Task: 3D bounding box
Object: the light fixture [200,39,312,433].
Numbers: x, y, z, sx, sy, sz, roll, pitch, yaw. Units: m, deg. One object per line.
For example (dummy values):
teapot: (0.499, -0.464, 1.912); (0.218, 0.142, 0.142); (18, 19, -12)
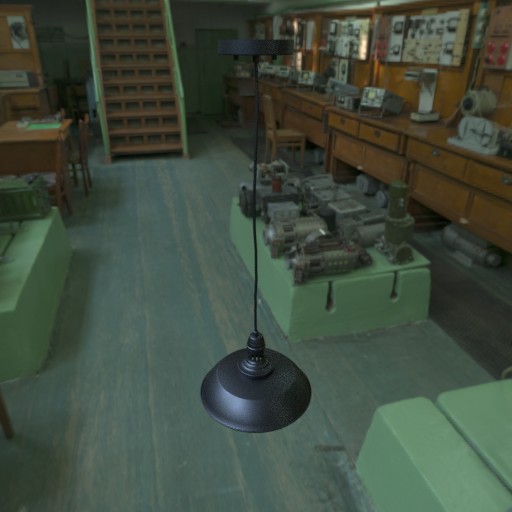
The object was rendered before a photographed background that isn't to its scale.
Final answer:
light fixture: (0.000, 0.000, 1.132); (0.331, 0.993, 0.331); (-7, 27, -15)
